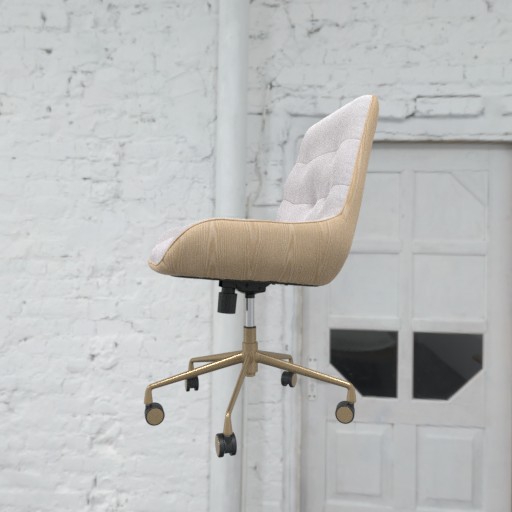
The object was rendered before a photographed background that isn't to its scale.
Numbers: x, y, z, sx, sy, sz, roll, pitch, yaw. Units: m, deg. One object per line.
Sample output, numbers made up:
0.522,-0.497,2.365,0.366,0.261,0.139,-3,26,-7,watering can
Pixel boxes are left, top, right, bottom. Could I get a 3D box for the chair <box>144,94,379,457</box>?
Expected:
0.000,0.000,1.351,0.668,0.952,0.564,0,1,-18,chair
